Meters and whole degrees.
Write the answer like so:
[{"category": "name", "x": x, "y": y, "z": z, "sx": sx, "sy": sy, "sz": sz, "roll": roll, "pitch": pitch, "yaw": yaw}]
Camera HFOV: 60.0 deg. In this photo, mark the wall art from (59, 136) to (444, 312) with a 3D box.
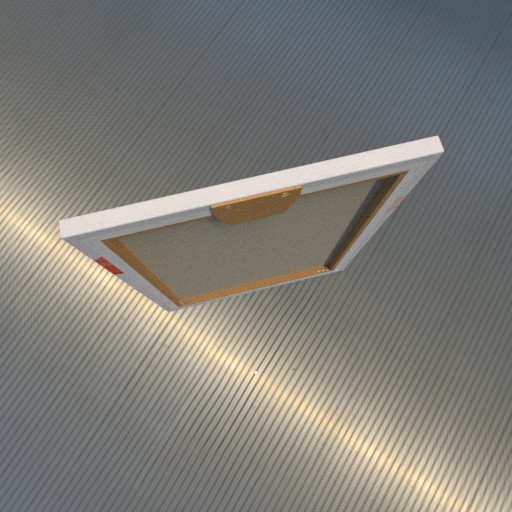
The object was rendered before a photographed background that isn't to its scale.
[{"category": "wall art", "x": 0.000, "y": 0.000, "z": 1.099, "sx": 0.613, "sy": 0.848, "sz": 0.036, "roll": -13, "pitch": 76, "yaw": -3}]
